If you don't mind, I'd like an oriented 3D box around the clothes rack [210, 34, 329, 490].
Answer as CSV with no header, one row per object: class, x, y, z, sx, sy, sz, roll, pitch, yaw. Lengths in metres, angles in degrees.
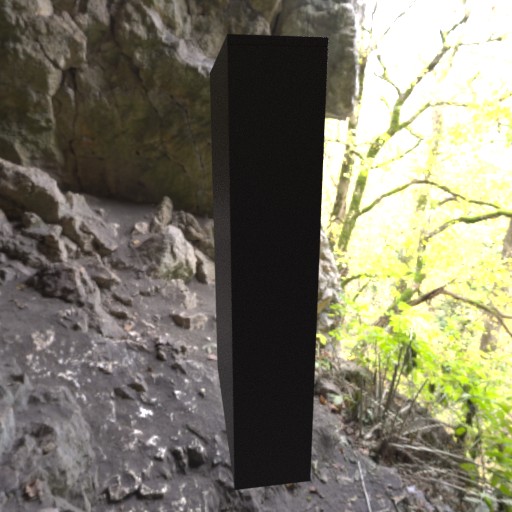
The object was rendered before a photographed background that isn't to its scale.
clothes rack,0.000,0.000,1.565,0.250,1.280,0.750,-2,16,-8
